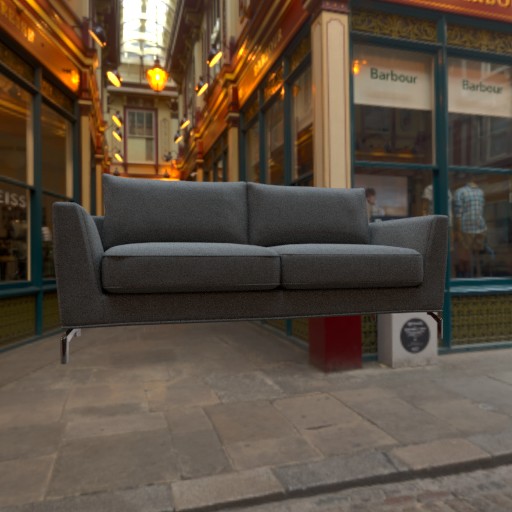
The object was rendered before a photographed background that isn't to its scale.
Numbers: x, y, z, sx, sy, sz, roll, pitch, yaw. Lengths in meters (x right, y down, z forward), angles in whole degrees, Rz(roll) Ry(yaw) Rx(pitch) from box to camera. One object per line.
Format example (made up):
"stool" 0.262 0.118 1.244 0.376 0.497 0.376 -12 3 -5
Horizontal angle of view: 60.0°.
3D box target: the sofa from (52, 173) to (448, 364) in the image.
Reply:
"sofa" 0.000 0.000 2.743 2.212 1.002 0.869 0 0 -18
